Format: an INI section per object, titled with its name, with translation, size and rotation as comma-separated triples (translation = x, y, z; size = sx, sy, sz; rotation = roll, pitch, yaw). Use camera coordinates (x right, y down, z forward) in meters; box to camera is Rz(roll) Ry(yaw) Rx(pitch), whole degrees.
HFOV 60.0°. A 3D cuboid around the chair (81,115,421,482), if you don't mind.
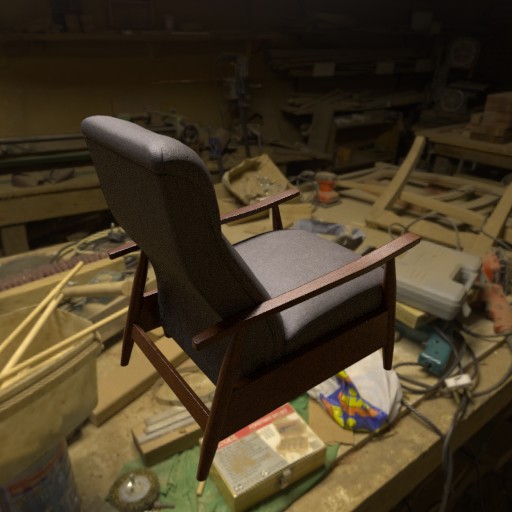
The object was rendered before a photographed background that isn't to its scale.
[chair]
translation = 0.000, 0.000, 1.733
size = 1.014, 1.081, 0.762
rotation = -17, 31, -32
